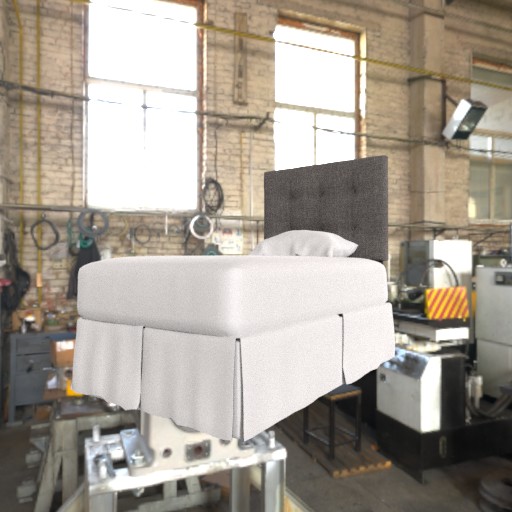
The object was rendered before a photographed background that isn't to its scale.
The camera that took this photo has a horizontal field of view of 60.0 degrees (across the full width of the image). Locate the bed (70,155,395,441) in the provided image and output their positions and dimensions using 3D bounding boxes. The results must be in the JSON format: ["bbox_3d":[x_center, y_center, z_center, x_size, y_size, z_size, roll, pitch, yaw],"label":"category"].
[{"bbox_3d":[0.000,0.000,2.969,1.261,1.571,1.997,0,-1,36],"label":"bed"}]
